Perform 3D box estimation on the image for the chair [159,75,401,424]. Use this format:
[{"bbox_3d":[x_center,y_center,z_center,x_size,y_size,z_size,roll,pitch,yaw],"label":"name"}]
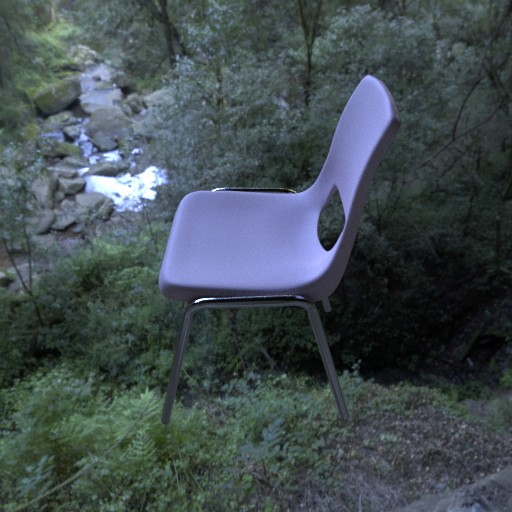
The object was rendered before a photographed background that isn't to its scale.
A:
[{"bbox_3d":[0.000,0.000,0.938,0.436,0.704,0.381,0,40,0],"label":"chair"}]
